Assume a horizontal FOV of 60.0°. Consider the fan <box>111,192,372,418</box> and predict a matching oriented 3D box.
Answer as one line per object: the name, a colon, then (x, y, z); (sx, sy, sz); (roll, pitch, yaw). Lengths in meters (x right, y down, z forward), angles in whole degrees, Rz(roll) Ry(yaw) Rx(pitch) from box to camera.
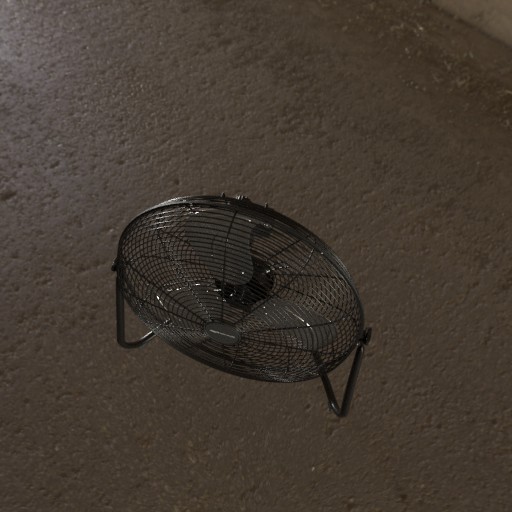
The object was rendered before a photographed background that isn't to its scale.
fan: (0.000, 0.000, 1.022); (0.595, 0.605, 0.470); (15, 59, 9)
